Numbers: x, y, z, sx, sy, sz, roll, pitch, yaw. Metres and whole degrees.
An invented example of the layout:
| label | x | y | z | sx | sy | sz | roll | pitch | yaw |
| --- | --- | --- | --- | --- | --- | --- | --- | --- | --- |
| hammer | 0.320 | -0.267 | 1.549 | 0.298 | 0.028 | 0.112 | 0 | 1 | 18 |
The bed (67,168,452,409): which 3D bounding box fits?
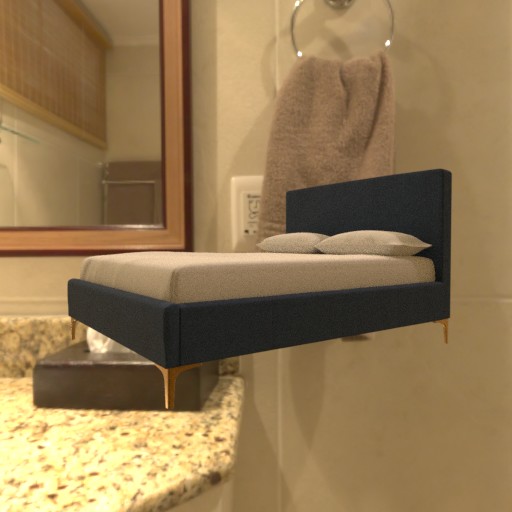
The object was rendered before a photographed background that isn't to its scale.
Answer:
| label | x | y | z | sx | sy | sz | roll | pitch | yaw |
| --- | --- | --- | --- | --- | --- | --- | --- | --- | --- |
| bed | 0.000 | 0.000 | 3.172 | 2.172 | 1.231 | 1.723 | -1 | 2 | -36 |
